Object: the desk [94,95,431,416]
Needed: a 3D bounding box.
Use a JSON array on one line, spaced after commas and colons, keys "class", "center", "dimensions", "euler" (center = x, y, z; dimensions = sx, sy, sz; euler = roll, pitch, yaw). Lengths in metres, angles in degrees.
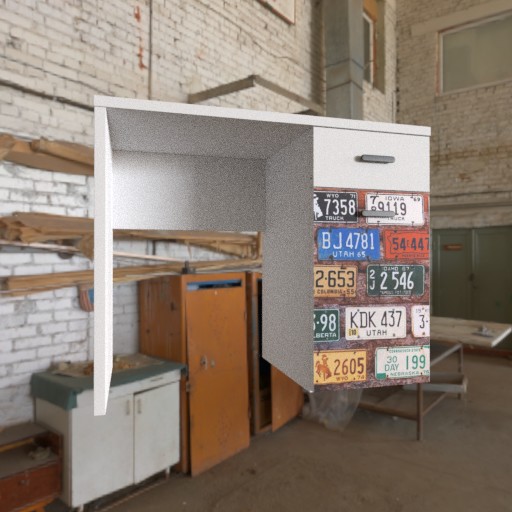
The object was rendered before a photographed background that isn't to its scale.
[{"class": "desk", "center": [0.000, 0.000, 1.348], "dimensions": [0.898, 0.730, 0.482], "euler": [0, 0, -16]}]
